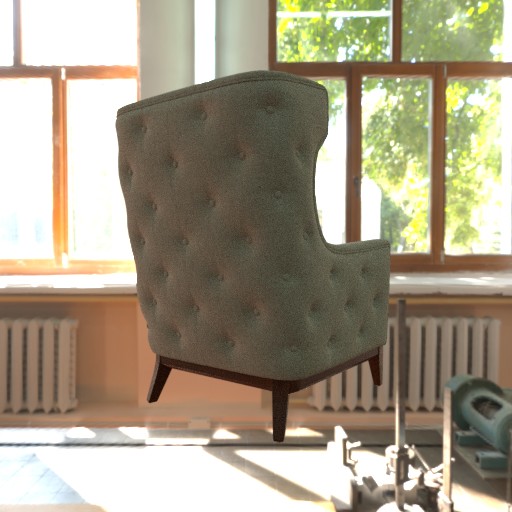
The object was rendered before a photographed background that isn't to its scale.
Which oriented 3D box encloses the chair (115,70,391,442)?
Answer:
[{"bbox_3d":[0.000,0.000,1.686,0.778,1.079,0.899,1,2,35],"label":"chair"}]
